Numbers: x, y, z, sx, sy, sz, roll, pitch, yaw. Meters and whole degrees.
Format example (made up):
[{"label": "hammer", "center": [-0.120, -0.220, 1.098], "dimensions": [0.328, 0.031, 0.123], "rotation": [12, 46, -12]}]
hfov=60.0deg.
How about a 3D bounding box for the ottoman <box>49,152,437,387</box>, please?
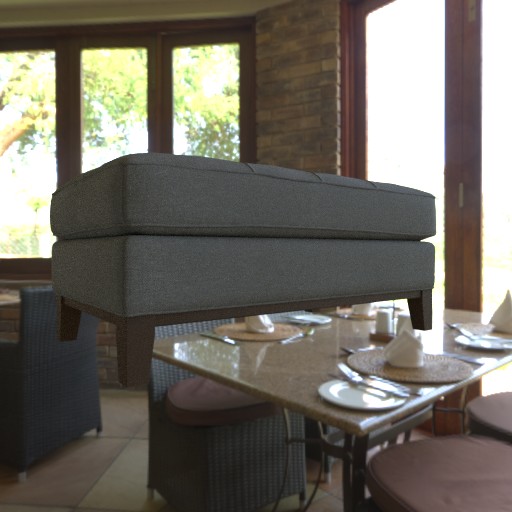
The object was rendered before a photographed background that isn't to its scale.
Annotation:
[{"label": "ottoman", "center": [0.000, 0.000, 1.454], "dimensions": [1.143, 0.514, 0.648], "rotation": [-1, 1, -37]}]
